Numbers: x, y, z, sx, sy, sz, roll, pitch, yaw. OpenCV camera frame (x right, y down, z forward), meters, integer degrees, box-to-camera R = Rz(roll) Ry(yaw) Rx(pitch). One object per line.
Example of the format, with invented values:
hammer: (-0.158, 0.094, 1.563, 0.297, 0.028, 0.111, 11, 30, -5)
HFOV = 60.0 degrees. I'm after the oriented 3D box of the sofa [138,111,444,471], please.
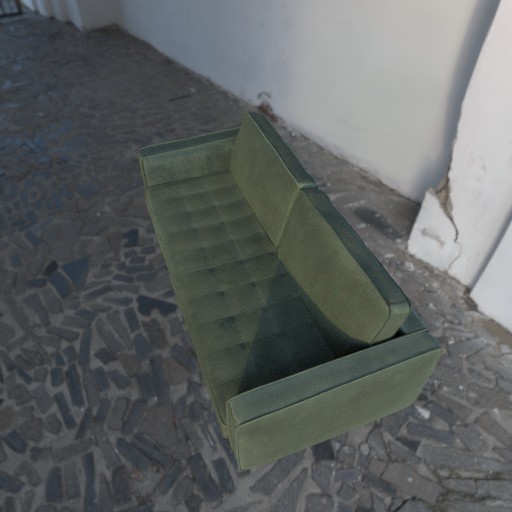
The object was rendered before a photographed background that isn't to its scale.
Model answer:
sofa: (0.000, 0.000, 2.293, 0.886, 0.781, 1.816, -15, 48, -14)
